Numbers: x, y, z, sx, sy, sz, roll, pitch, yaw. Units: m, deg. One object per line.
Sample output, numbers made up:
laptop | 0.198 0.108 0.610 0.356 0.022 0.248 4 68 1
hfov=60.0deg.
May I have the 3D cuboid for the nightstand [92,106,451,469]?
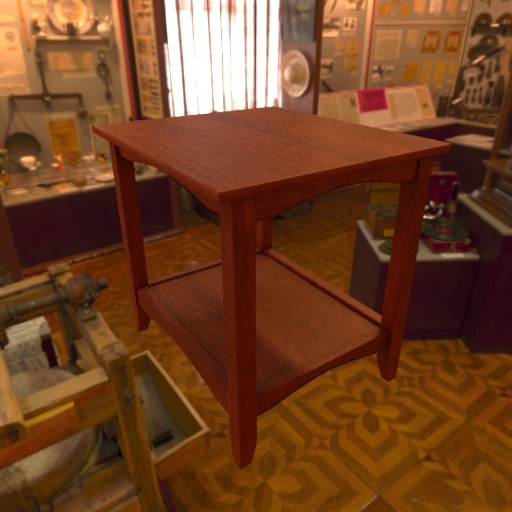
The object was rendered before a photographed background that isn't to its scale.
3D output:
nightstand | 0.000 0.000 1.027 0.501 0.558 0.558 -17 31 -30
